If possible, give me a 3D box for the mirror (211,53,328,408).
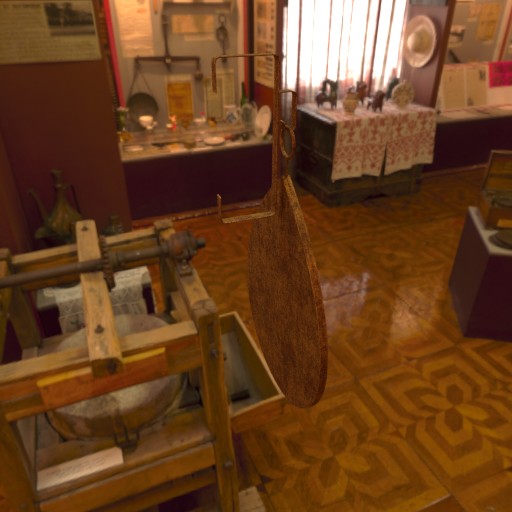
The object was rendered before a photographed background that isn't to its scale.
[{"bbox_3d":[0.000,0.000,0.894,0.144,0.744,0.405,-11,32,-18],"label":"mirror"}]
